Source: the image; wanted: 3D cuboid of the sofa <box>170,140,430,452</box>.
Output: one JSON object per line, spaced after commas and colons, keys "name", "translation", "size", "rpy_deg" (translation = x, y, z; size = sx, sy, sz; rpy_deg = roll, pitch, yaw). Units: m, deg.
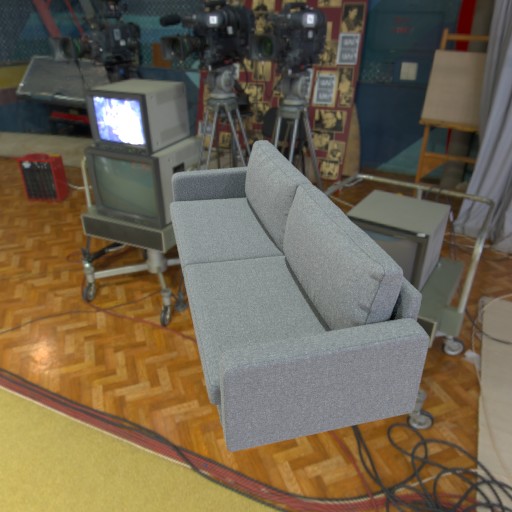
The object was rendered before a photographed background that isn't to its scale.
{"name": "sofa", "translation": [0.000, 0.000, 2.659], "size": [0.880, 0.880, 2.200], "rpy_deg": [-7, 30, -12]}
